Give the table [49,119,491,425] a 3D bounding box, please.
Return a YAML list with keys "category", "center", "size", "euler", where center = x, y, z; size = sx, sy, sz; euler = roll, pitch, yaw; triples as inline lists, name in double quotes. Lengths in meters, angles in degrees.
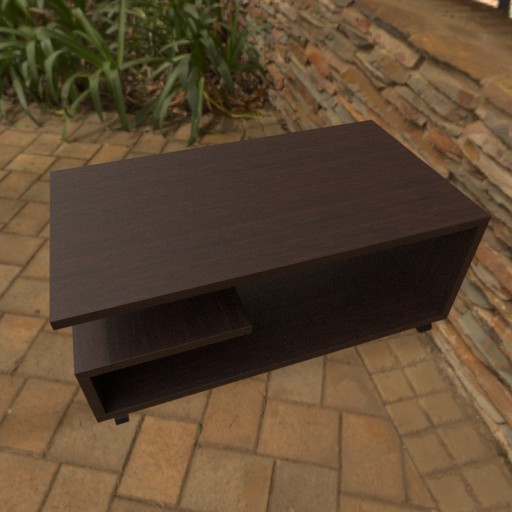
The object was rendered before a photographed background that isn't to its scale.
- category: "table"
  center: [0.000, 0.000, 1.346]
  size: [1.050, 0.460, 0.590]
  euler: [-13, 43, -14]
